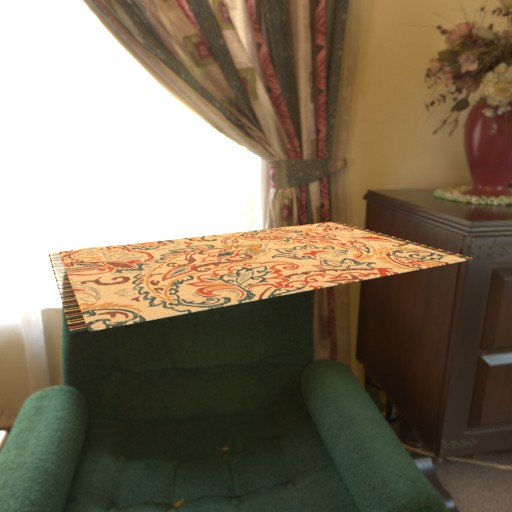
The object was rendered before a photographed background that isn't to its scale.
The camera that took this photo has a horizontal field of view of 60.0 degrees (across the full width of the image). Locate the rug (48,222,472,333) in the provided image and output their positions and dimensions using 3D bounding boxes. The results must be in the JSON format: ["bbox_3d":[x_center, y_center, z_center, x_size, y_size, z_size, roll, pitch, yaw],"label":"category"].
[{"bbox_3d":[0.000,0.000,3.118,2.584,0.010,1.523,-8,17,-27],"label":"rug"}]
